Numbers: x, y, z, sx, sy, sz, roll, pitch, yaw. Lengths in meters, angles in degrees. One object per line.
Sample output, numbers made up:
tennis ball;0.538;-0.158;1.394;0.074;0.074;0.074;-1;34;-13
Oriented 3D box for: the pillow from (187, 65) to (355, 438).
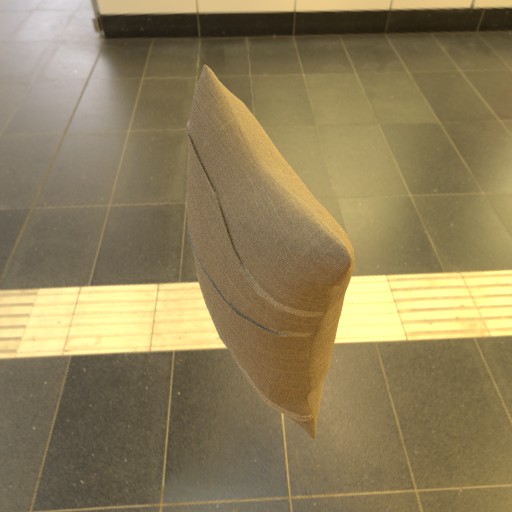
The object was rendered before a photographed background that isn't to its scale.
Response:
pillow;0.000;0.000;0.651;0.169;0.400;0.424;-17;50;-15
